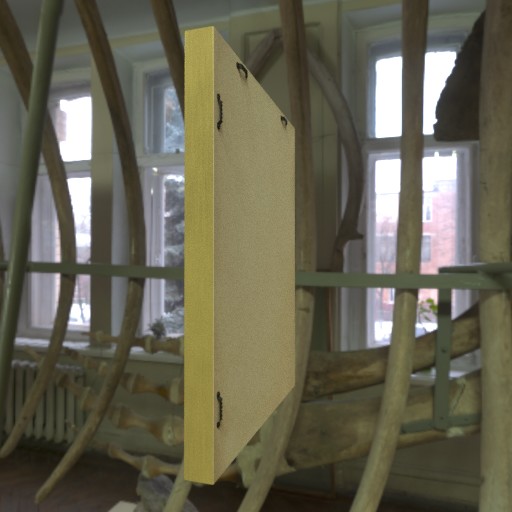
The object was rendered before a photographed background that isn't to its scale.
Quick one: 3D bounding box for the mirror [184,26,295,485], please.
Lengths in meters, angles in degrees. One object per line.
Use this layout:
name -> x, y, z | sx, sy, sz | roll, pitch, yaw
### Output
mirror -> 0.000, 0.000, 0.687 | 0.041, 0.508, 0.405 | 0, -1, 18
